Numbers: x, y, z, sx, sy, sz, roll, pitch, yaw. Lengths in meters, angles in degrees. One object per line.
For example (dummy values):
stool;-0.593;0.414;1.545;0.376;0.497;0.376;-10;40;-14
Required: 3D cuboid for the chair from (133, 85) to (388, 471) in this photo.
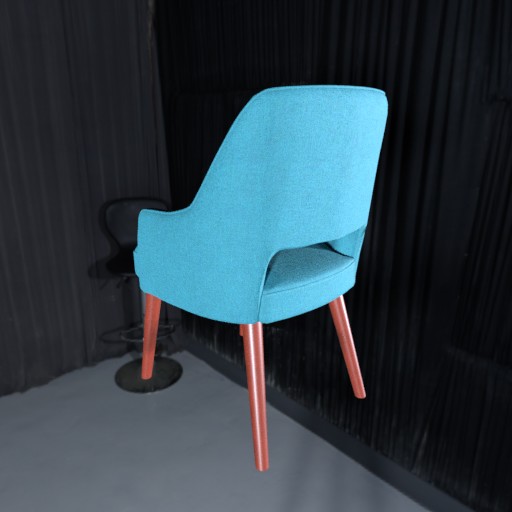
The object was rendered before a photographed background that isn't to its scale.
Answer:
chair;0.000;0.000;1.218;0.548;0.849;0.605;-16;24;-41
